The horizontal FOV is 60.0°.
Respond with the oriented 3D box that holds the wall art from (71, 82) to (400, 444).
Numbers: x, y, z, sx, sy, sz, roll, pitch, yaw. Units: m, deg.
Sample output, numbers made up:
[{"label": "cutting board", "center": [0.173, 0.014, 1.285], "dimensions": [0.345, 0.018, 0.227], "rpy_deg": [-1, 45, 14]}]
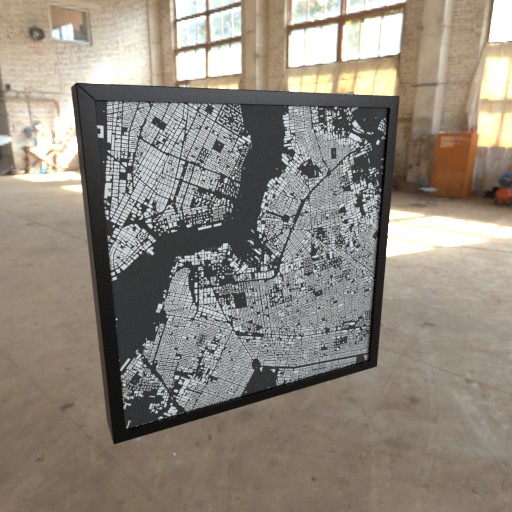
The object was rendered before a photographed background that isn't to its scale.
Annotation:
[{"label": "wall art", "center": [0.000, 0.000, 0.430], "dimensions": [0.299, 0.299, 0.037], "rpy_deg": [-8, 18, -25]}]
